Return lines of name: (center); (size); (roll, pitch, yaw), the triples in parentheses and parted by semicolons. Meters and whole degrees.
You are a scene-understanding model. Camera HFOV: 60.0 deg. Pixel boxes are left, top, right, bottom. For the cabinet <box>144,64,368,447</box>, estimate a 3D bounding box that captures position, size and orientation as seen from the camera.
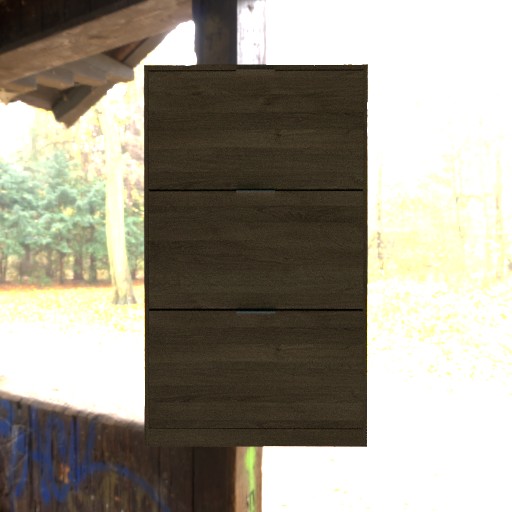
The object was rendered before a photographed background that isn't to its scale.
cabinet: (0.000, 0.000, 1.594); (0.750, 1.280, 0.250); (0, 1, 1)
